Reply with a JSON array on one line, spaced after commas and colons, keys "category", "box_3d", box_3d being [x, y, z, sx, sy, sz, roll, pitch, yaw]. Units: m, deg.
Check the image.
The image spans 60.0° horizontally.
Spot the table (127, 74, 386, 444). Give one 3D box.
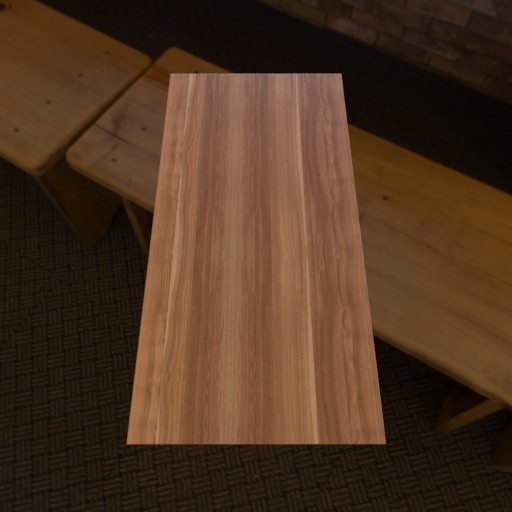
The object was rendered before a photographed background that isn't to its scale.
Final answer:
[{"category": "table", "box_3d": [0.000, 0.000, 2.496, 1.000, 0.770, 2.000, 0, 64, 0]}]
